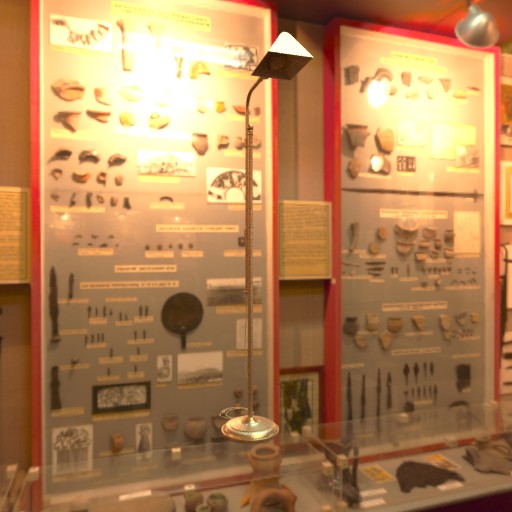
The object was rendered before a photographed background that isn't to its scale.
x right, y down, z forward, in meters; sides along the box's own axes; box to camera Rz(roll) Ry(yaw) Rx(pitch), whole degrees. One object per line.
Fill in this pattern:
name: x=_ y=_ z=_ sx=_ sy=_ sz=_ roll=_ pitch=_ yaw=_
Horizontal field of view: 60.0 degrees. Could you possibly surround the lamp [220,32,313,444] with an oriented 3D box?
lamp: x=0.000 y=0.000 z=1.891 sx=0.256 sy=1.571 sz=0.813 roll=0 pitch=0 yaw=-17
